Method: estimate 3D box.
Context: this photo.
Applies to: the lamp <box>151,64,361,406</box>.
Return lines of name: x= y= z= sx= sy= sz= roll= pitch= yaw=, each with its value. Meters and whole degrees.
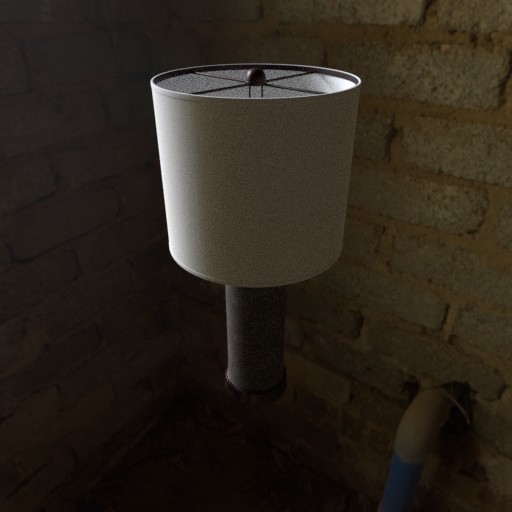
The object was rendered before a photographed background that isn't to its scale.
lamp: x=0.000 y=0.000 z=0.798 sx=0.301 sy=0.630 sz=0.301 roll=-1 pitch=31 yaw=-1
